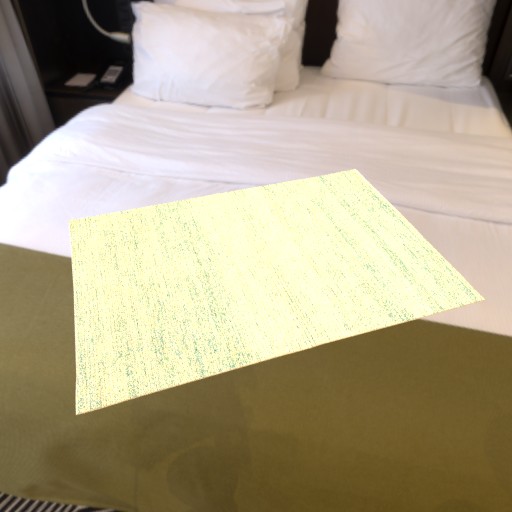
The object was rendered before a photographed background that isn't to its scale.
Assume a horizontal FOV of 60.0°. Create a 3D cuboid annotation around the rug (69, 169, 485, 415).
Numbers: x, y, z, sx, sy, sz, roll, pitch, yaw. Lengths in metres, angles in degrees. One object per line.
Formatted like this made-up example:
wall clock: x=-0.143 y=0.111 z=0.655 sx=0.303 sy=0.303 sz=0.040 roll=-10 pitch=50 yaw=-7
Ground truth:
rug: x=0.000 y=0.000 z=2.883 sx=2.305 sy=0.029 sz=1.593 roll=-12 pitch=42 yaw=-14
